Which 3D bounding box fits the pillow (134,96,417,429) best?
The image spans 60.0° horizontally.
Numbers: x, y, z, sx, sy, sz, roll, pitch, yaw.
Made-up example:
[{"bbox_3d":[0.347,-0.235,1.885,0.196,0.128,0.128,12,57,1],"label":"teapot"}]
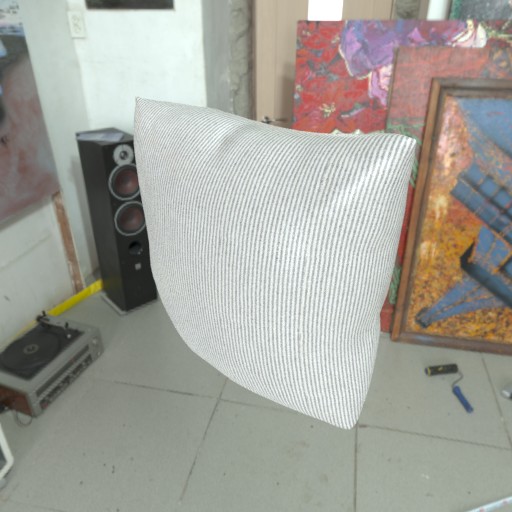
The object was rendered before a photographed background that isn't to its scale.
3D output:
[{"bbox_3d":[0.000,0.000,0.676,0.310,0.432,0.387,-8,30,-15],"label":"pillow"}]
